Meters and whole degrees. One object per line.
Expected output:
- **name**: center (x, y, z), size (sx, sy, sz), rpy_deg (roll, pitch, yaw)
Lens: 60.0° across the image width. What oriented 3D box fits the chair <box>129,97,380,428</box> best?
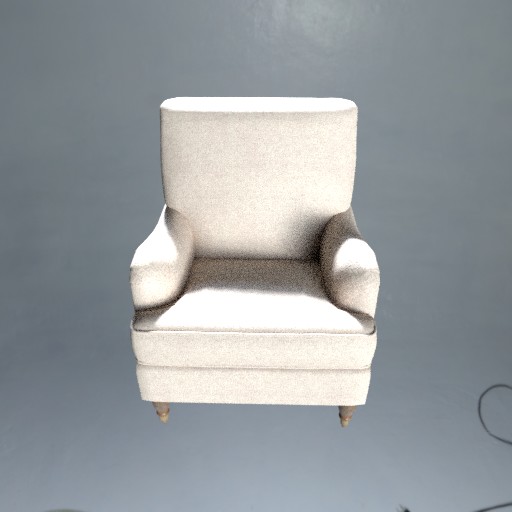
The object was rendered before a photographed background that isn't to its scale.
- **chair**: center (0.000, 0.000, 1.844), size (0.879, 1.119, 0.953), rpy_deg (1, 30, 1)
